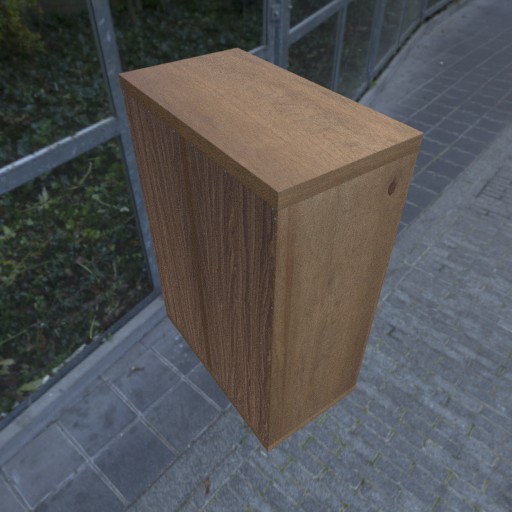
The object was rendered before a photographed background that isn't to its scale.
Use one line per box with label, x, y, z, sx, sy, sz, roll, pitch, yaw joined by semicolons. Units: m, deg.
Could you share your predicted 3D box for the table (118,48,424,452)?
table;0.000;0.000;1.794;0.524;1.294;0.901;-25;47;-26
